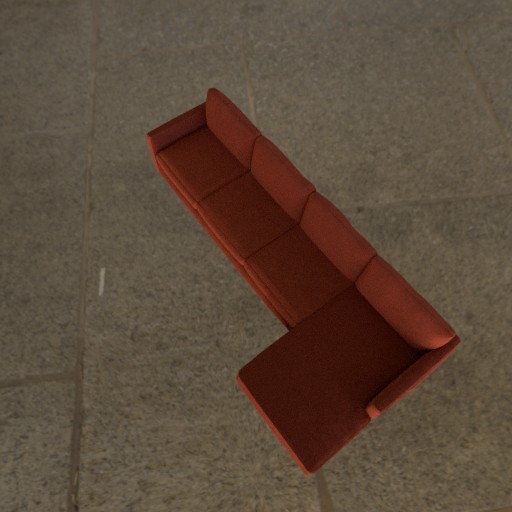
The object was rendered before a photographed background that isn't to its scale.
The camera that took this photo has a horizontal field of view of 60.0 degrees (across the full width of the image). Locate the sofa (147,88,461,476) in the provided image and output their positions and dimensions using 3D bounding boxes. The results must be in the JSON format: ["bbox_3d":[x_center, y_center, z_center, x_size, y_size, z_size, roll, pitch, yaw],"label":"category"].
[{"bbox_3d":[0.000,0.000,3.503,1.350,0.810,2.932,-34,68,-16],"label":"sofa"}]
